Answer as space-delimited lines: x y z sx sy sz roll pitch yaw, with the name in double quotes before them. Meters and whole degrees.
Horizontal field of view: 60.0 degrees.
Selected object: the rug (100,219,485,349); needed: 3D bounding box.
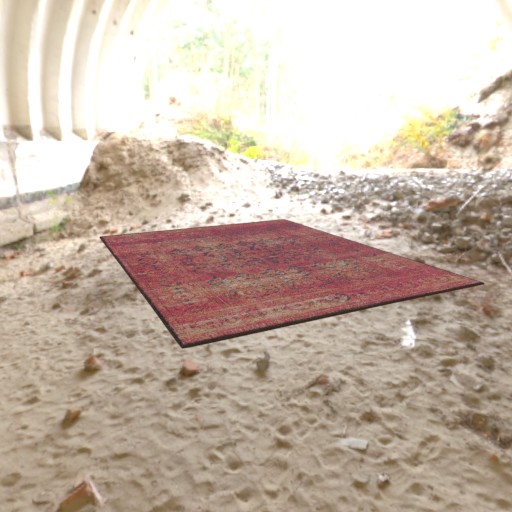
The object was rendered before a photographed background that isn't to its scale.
"rug" 0.000 0.000 4.185 2.411 0.020 3.032 -8 17 -26
